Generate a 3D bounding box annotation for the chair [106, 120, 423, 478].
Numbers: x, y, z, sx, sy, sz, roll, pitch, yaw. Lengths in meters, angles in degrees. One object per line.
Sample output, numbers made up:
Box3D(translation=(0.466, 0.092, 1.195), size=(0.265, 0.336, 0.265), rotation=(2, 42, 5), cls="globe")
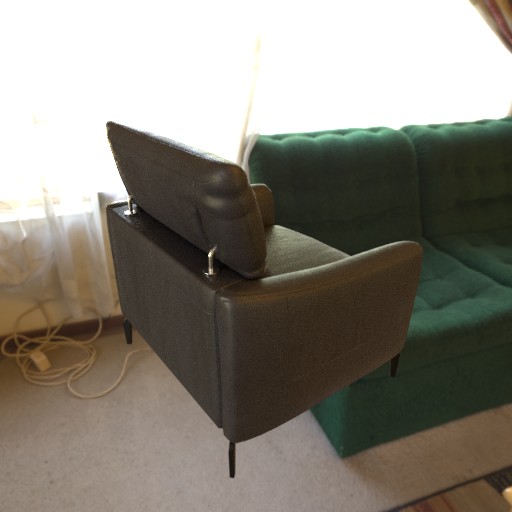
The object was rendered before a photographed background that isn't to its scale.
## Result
Box3D(translation=(0.000, 0.000, 1.653), size=(0.809, 0.949, 0.976), rotation=(-18, 31, -32), cls="chair")
